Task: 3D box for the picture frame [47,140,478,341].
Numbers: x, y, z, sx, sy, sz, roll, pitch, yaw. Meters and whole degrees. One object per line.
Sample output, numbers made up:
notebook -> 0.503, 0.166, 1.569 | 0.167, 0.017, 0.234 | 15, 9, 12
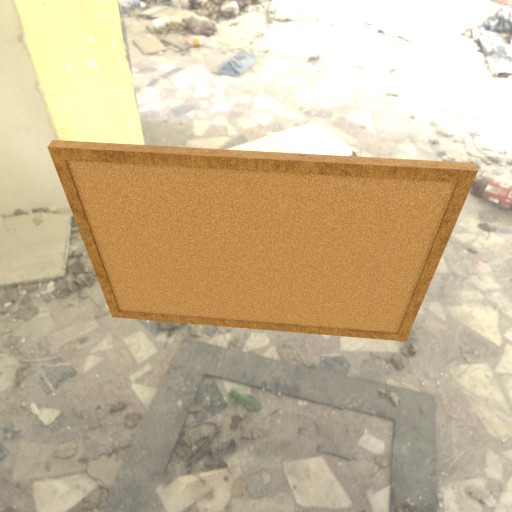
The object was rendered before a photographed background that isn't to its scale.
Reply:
picture frame -> 0.000, 0.000, 1.176 | 0.922, 0.621, 0.029 | 4, 45, 4
